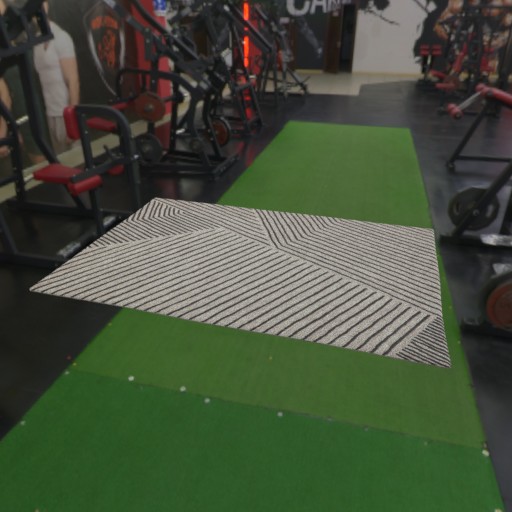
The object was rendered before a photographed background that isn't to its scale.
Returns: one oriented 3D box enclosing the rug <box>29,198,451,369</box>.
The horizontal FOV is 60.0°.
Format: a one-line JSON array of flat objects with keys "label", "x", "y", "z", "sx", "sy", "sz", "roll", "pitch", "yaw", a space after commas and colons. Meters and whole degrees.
[{"label": "rug", "x": 0.000, "y": 0.000, "z": 2.350, "sx": 1.842, "sy": 0.019, "sz": 1.237, "roll": 8, "pitch": 29, "yaw": 14}]
